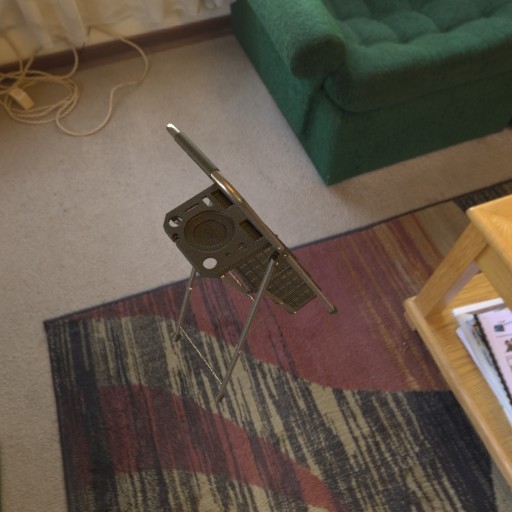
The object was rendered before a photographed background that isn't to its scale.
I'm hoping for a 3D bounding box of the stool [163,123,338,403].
[{"bbox_3d":[0.000,0.000,1.603,0.733,1.277,0.396,-34,65,-18],"label":"stool"}]
